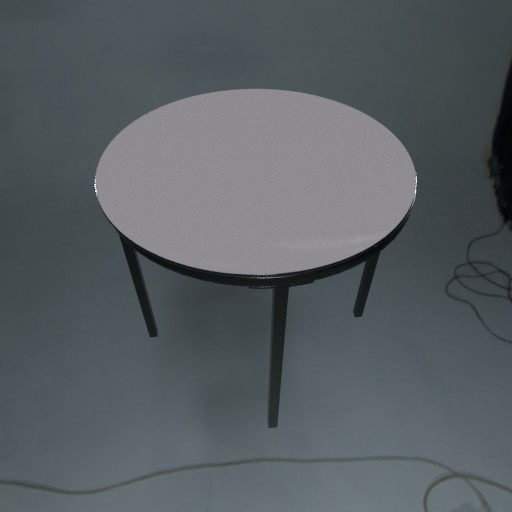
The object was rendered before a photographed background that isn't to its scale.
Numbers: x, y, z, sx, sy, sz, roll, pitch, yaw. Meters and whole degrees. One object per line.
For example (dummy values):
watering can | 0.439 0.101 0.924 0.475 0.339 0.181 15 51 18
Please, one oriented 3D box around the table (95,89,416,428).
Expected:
table | 0.000 0.000 0.866 0.499 0.443 0.499 0 46 0
